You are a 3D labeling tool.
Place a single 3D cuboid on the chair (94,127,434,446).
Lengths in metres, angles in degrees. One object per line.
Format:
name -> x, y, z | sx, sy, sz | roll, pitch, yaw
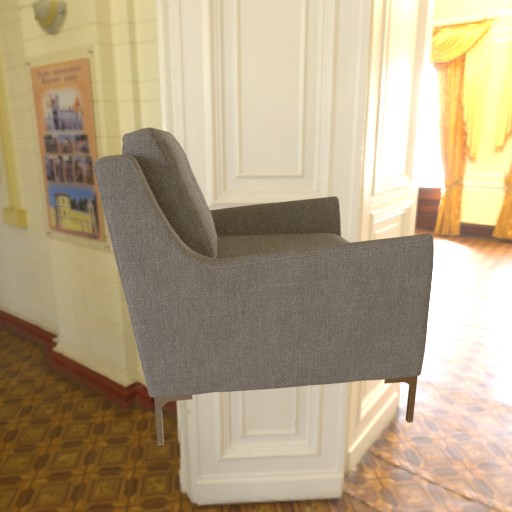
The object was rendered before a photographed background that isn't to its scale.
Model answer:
chair -> 0.000, 0.000, 1.510 | 0.849, 0.828, 0.847 | -2, 15, -8
